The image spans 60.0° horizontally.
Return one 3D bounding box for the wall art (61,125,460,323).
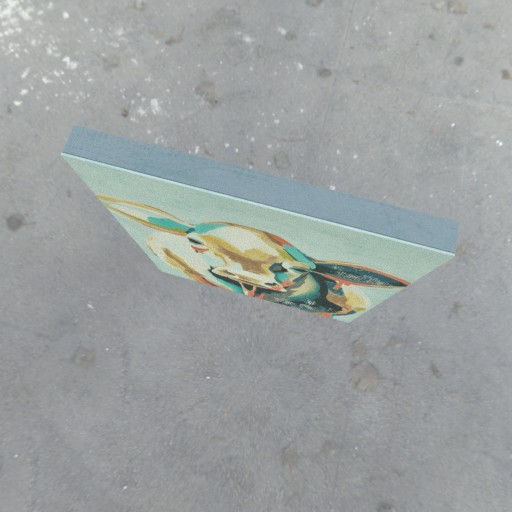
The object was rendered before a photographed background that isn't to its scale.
[{"bbox_3d":[0.000,0.000,0.692,0.409,0.509,0.037,15,75,4],"label":"wall art"}]
